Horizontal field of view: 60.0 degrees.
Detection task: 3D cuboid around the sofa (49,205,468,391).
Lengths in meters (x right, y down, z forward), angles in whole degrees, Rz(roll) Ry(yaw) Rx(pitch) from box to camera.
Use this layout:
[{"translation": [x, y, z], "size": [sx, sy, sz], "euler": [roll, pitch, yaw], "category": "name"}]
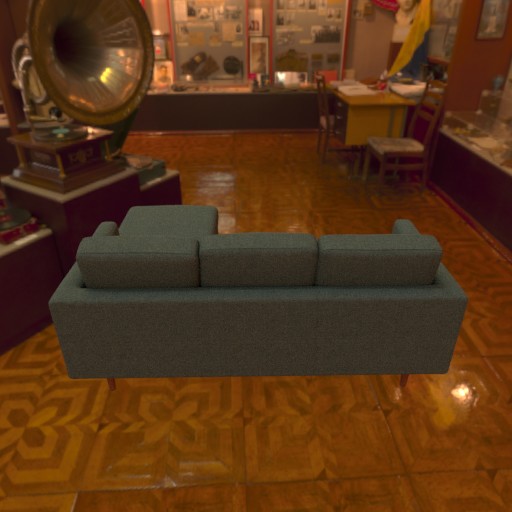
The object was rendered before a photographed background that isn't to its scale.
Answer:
[{"translation": [0.000, 0.000, 2.973], "size": [2.055, 0.957, 1.667], "euler": [-1, 30, -1], "category": "sofa"}]
